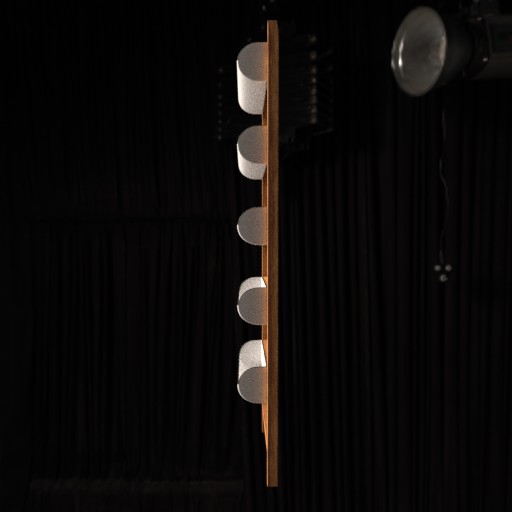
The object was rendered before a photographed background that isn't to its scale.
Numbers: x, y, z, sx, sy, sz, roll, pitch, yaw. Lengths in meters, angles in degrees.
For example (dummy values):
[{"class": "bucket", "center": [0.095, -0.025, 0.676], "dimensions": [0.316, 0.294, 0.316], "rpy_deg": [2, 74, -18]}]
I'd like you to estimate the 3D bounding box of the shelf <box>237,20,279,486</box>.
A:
[{"class": "shelf", "center": [0.000, 0.000, 1.745], "dimensions": [0.141, 1.600, 0.454], "rpy_deg": [0, 3, -2]}]
